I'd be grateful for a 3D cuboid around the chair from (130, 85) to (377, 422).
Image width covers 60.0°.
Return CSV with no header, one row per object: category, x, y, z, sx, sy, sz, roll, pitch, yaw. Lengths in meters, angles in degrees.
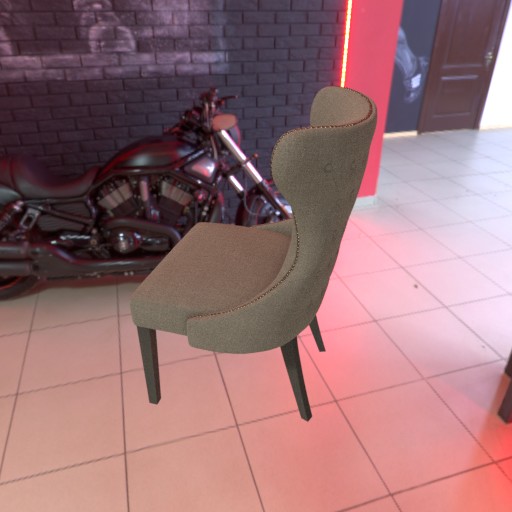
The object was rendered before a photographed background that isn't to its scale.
chair,0.000,0.000,1.416,0.635,0.967,0.628,8,31,14
